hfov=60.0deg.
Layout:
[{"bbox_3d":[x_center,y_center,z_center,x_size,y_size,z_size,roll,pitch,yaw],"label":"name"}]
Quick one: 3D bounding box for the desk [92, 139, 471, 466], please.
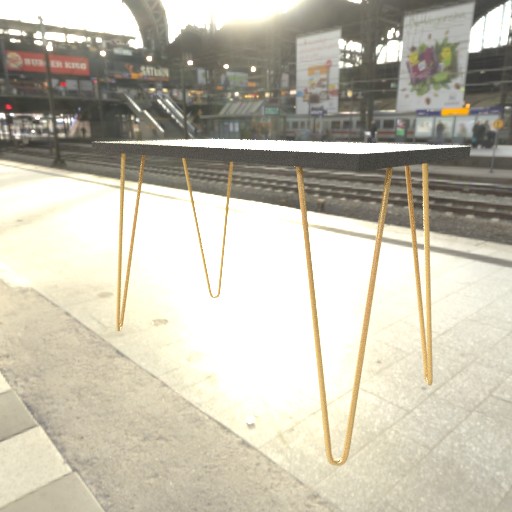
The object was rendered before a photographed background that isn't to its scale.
[{"bbox_3d":[0.000,0.000,1.344,0.991,0.660,0.499,15,22,43],"label":"desk"}]
